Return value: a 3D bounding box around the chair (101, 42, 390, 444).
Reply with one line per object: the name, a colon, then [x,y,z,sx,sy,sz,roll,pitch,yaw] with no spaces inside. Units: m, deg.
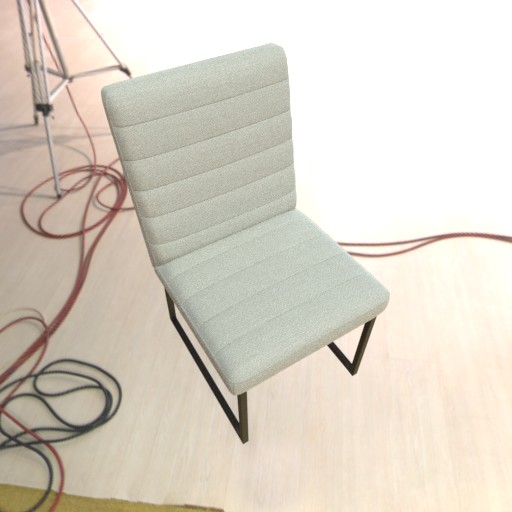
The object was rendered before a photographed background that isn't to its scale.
chair: [0.000,0.000,1.301,0.520,0.930,0.634,-24,52,-21]
